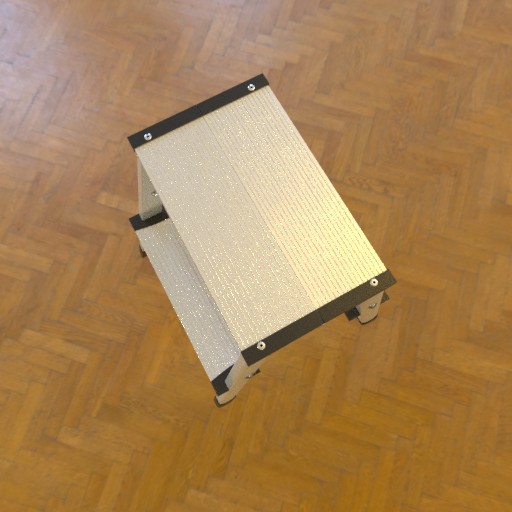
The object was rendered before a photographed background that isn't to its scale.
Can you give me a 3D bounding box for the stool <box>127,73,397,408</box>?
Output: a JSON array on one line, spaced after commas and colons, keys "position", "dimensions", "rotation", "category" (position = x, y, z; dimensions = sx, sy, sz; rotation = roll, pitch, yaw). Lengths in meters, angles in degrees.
[{"position": [0.000, 0.000, 0.784], "dimensions": [0.405, 0.480, 0.404], "rotation": [-28, 77, -7], "category": "stool"}]
